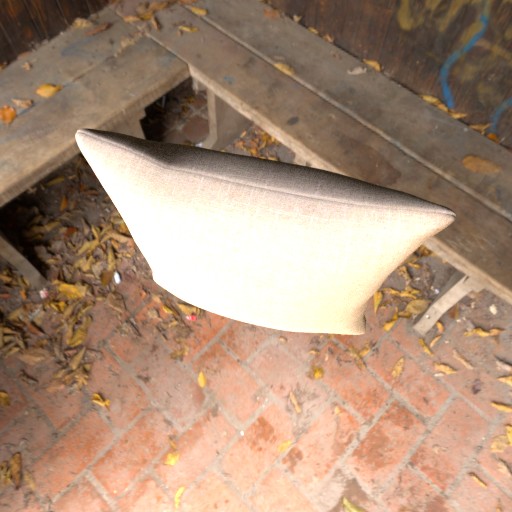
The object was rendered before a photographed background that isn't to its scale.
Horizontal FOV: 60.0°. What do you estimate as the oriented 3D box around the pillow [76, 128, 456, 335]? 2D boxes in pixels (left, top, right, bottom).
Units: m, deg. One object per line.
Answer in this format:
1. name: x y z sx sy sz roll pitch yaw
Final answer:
1. pillow: 0.000 0.000 0.641 0.414 0.399 0.173 14 64 7
